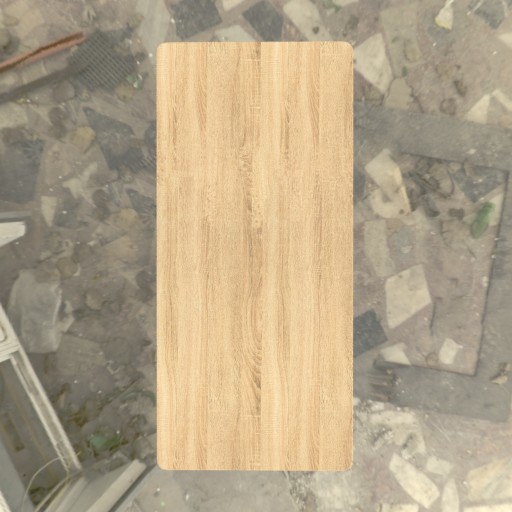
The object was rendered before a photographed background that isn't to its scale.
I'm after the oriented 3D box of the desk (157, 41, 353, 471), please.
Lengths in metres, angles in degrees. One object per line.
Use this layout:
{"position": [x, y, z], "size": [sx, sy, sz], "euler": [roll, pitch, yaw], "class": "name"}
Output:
{"position": [0.000, 0.000, 1.620], "size": [0.550, 0.760, 1.200], "euler": [0, 90, 1], "class": "desk"}
